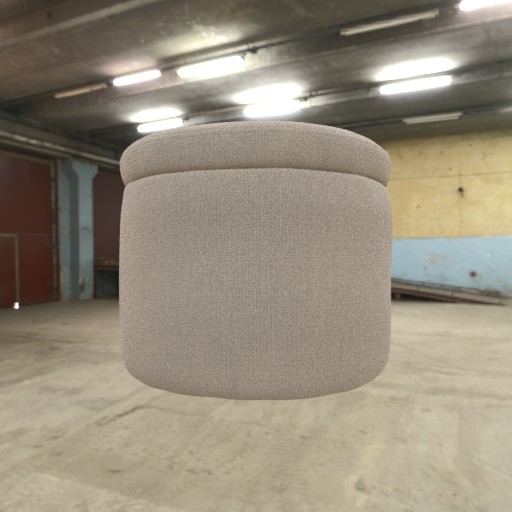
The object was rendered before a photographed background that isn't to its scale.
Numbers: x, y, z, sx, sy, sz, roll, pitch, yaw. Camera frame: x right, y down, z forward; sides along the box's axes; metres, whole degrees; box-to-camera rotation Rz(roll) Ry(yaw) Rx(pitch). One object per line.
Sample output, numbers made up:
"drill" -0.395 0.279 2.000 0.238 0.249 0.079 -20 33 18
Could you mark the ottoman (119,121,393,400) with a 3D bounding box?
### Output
"ottoman" 0.000 0.000 0.843 0.497 0.409 0.497 0 0 0
